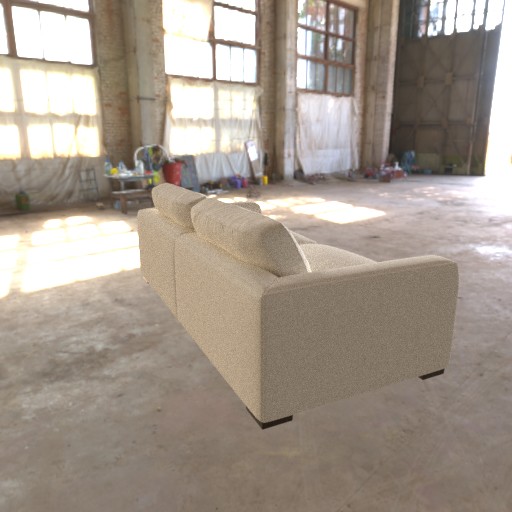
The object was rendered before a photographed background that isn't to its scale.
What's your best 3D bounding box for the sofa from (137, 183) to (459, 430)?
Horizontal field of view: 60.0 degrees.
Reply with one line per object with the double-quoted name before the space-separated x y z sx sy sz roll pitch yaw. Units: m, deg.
"sofa" 0.000 0.000 2.825 1.070 0.801 2.262 -7 16 -25
